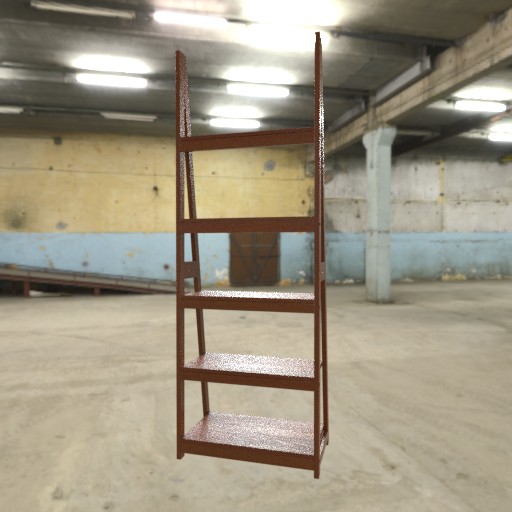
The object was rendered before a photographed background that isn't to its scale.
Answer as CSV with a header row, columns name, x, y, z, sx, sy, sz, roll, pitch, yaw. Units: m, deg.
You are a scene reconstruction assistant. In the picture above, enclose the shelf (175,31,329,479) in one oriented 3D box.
name,x,y,z,sx,sy,sz,roll,pitch,yaw
shelf,0.000,0.000,2.017,0.630,1.780,0.356,0,1,16
